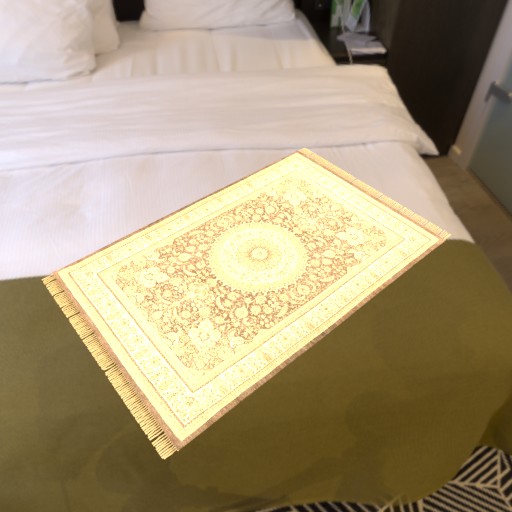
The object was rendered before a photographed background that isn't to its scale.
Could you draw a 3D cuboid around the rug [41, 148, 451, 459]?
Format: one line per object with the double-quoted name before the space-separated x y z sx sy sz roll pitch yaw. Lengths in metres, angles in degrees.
"rug" 0.000 0.000 4.307 3.422 0.015 2.143 -31 54 -27
